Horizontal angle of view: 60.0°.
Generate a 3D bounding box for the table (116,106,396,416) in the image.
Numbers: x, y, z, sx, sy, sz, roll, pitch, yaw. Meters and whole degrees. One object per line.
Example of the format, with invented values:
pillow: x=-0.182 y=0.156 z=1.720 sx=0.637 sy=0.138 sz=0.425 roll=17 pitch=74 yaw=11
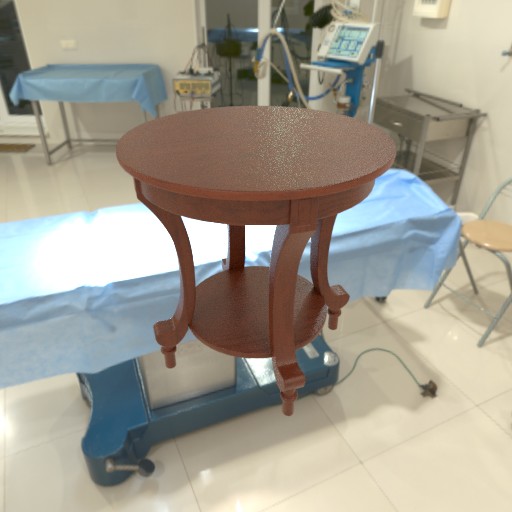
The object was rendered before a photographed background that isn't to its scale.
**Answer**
table: x=0.000 y=0.000 z=1.135 sx=0.597 sy=0.612 sz=0.597 roll=0 pitch=32 yaw=0
